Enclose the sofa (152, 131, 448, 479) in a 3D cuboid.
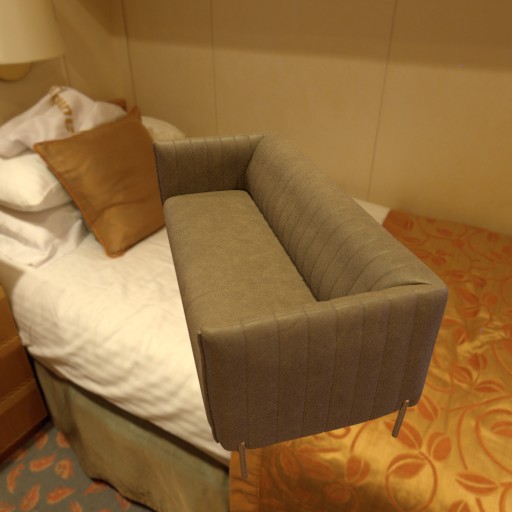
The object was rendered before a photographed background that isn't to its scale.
[{"bbox_3d":[0.000,0.000,2.375,0.876,0.779,1.980,-8,33,-13],"label":"sofa"}]
